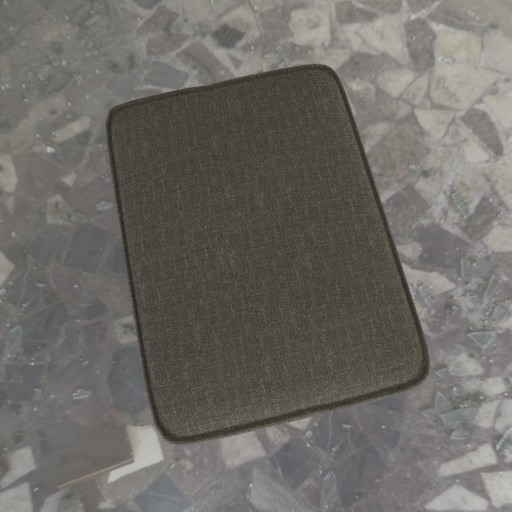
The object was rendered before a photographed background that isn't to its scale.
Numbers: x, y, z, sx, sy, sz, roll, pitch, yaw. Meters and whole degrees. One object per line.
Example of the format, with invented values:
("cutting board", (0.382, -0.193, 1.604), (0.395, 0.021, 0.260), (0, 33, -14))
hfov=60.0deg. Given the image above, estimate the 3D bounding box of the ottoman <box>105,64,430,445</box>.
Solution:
("ottoman", (0.000, 0.000, 1.087), (0.549, 0.450, 0.749), (-13, 76, -3))
